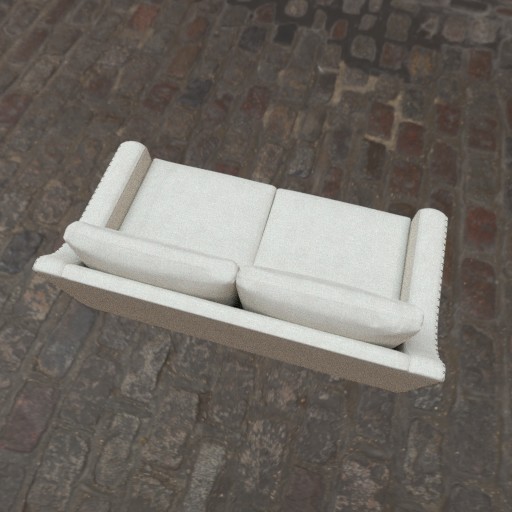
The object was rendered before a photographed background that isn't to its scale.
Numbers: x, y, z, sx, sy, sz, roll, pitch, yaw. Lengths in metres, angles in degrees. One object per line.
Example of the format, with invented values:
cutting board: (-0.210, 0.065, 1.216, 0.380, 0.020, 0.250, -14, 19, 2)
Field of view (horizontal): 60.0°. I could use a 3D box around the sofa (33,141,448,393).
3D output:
sofa: (0.000, 0.000, 2.689, 2.107, 0.983, 1.104, 14, 64, 7)
